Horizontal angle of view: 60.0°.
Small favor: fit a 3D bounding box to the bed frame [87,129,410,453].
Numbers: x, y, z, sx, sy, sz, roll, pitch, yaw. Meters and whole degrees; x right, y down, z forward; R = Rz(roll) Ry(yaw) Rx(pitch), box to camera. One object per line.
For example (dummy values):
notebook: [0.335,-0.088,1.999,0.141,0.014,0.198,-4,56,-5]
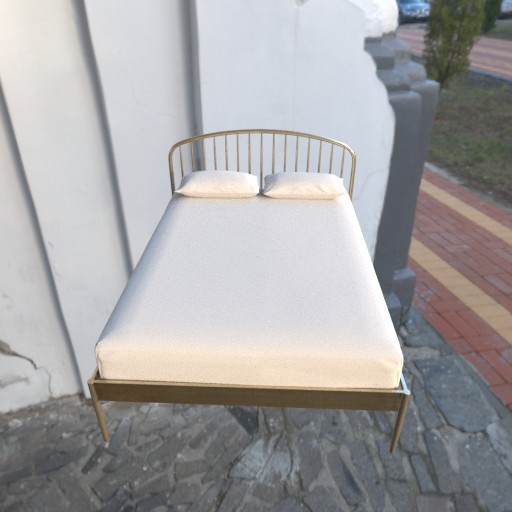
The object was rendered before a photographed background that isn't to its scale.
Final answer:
bed frame: [0.000,0.000,3.051,1.612,1.175,2.152,1,31,2]
